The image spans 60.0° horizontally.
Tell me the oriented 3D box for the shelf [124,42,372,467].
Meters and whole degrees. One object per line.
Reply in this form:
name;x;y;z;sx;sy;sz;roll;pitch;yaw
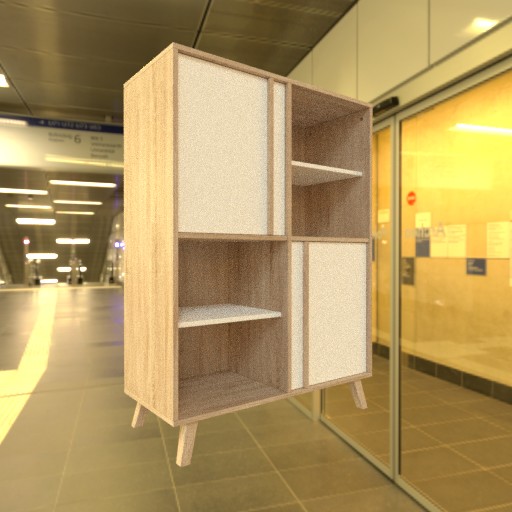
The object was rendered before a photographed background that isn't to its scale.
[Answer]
shelf;0.000;0.000;1.915;1.000;1.390;0.450;0;0;-37
